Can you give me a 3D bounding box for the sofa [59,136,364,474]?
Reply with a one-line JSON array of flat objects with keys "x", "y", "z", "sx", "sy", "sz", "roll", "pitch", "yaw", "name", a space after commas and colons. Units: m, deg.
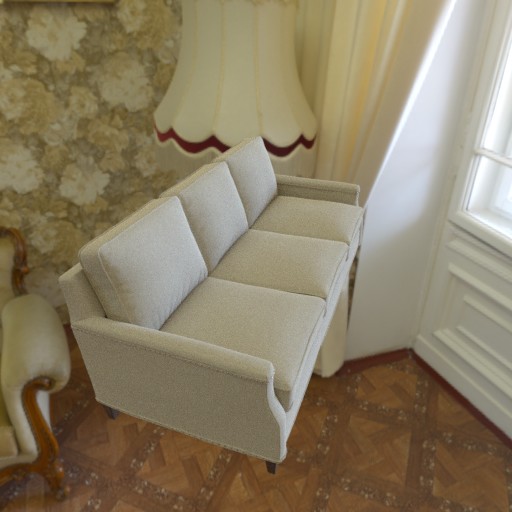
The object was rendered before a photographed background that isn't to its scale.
[{"x": 0.000, "y": 0.000, "z": 2.830, "sx": 1.084, "sy": 1.003, "sz": 2.246, "roll": 10, "pitch": 31, "yaw": 18, "name": "sofa"}]
